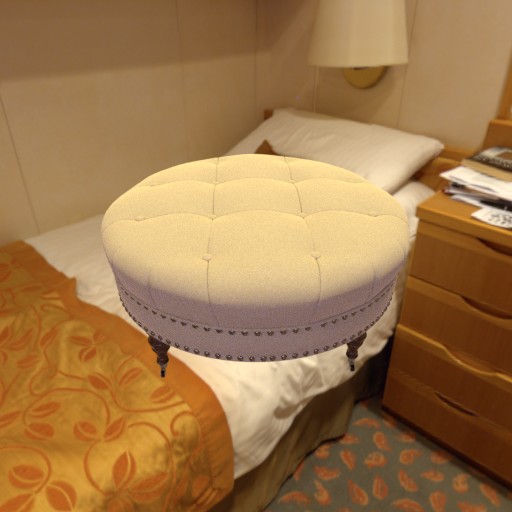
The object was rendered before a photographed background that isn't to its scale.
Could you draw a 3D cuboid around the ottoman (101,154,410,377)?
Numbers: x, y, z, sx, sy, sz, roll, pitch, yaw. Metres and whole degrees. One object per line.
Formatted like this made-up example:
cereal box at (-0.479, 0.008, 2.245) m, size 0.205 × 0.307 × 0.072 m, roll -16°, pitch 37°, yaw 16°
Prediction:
ottoman at (0.000, 0.000, 1.388) m, size 0.901 × 0.439 × 0.901 m, roll 0°, pitch 30°, yaw 0°
